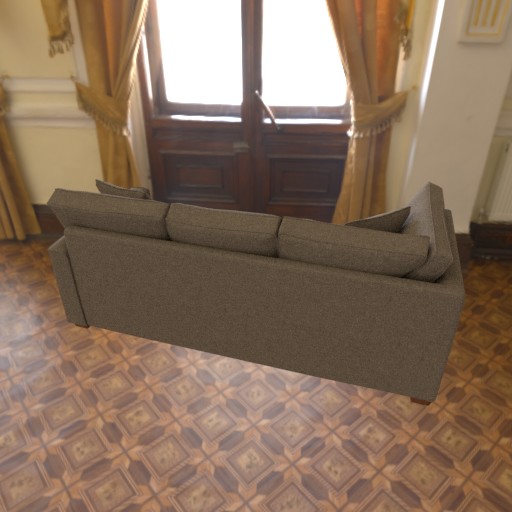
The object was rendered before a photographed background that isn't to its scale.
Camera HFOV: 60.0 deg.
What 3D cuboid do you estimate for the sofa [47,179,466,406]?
[{"bbox_3d":[0.000,0.000,2.856,2.317,0.962,1.061,9,32,15],"label":"sofa"}]
